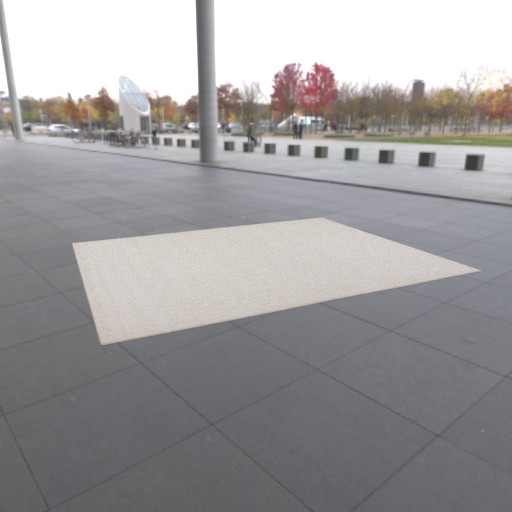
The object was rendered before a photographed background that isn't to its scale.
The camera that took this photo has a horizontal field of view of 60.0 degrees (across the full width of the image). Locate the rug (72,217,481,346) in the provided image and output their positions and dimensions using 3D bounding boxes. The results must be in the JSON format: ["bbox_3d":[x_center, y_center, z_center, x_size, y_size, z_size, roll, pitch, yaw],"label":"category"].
[{"bbox_3d":[0.000,0.000,4.139,3.055,0.021,2.410,-8,18,-24],"label":"rug"}]
